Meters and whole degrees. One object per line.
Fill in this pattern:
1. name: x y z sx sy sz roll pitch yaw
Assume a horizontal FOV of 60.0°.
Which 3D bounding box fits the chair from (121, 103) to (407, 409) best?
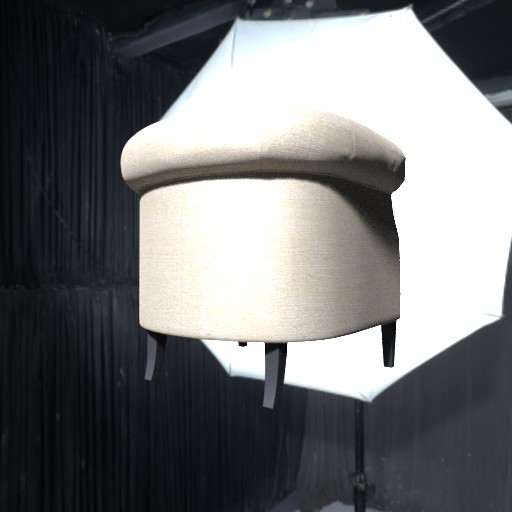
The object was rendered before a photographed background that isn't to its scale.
1. chair: 0.000 0.000 1.566 0.905 0.827 0.852 -1 -1 36
